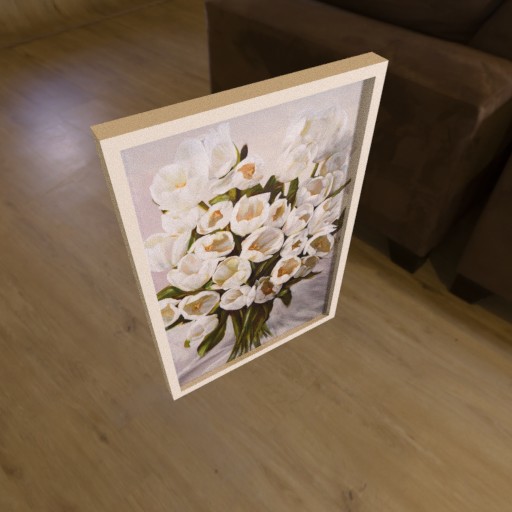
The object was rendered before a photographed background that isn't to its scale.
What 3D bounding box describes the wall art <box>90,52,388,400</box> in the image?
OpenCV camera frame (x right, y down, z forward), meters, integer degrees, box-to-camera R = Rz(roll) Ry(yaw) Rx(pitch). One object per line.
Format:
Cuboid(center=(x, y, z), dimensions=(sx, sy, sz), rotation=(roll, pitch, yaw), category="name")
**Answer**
Cuboid(center=(0.000, 0.000, 0.846), dimensions=(0.450, 0.657, 0.038), rotation=(-23, 50, -21), category="wall art")
